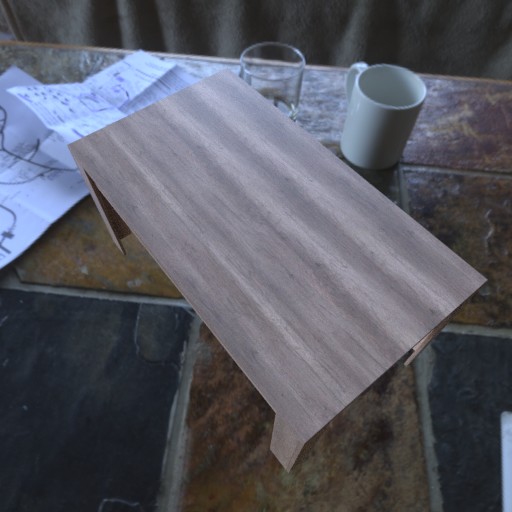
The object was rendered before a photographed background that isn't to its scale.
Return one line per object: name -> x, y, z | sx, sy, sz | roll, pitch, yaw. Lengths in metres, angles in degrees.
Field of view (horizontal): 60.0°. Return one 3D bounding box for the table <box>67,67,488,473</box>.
table -> 0.000, 0.000, 2.137 | 0.900, 0.775, 1.600 | -34, 64, -19
